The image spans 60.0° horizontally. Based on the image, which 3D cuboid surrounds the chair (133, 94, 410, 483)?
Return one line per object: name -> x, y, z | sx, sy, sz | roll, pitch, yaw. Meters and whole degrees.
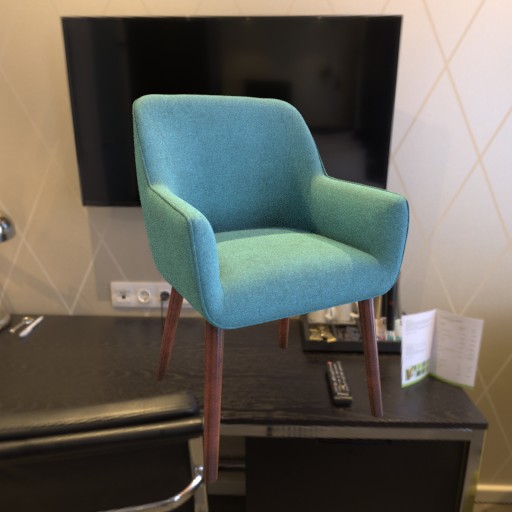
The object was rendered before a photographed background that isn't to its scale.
chair -> 0.000, 0.000, 1.136 | 0.543, 0.803, 0.519 | -8, 18, -27
